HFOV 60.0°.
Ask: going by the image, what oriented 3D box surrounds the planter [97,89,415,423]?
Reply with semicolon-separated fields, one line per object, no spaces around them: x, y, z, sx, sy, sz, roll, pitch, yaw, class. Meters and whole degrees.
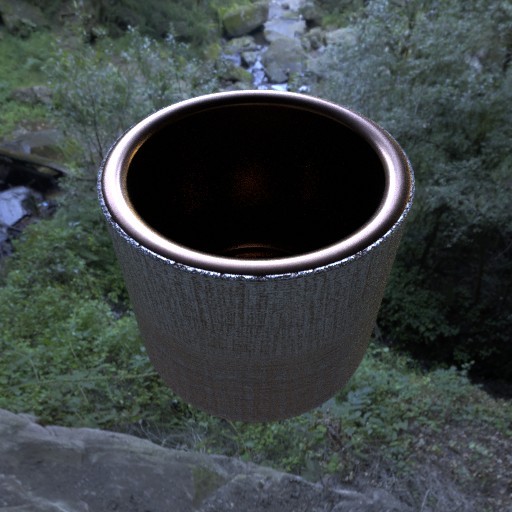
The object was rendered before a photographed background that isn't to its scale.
0.000;0.000;0.187;0.109;0.096;0.109;0;47;0;planter
